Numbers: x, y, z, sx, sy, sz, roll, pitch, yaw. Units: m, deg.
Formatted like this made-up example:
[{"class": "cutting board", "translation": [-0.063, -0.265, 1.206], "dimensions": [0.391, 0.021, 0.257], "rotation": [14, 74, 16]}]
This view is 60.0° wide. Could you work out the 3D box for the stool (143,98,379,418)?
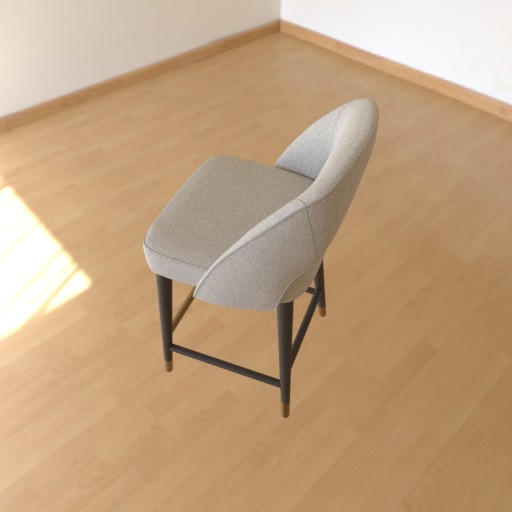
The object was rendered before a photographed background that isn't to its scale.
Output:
[{"class": "stool", "translation": [0.000, 0.000, 1.277], "dimensions": [0.509, 0.940, 0.494], "rotation": [17, 50, 15]}]
